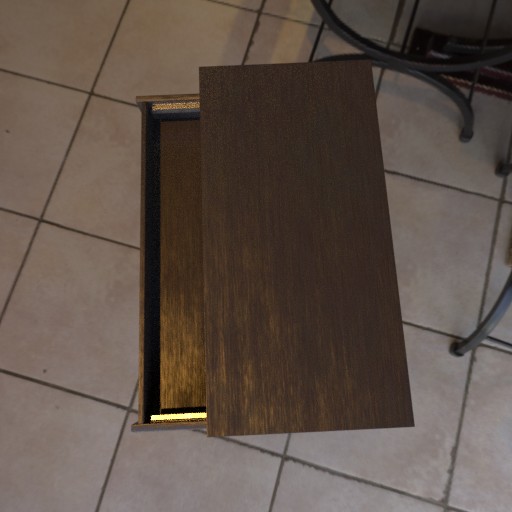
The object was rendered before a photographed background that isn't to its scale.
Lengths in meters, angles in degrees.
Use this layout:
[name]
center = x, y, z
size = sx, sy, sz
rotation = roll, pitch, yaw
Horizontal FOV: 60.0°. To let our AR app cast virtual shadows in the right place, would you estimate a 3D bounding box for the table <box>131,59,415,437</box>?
[table]
center = 0.000, 0.000, 1.441
size = 0.712, 0.570, 1.000
rotation = -3, 77, -1
